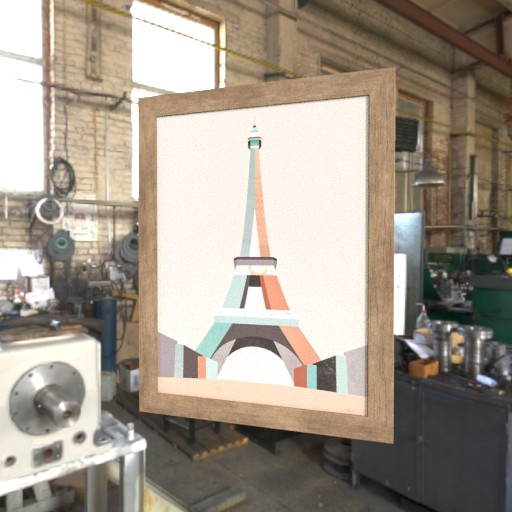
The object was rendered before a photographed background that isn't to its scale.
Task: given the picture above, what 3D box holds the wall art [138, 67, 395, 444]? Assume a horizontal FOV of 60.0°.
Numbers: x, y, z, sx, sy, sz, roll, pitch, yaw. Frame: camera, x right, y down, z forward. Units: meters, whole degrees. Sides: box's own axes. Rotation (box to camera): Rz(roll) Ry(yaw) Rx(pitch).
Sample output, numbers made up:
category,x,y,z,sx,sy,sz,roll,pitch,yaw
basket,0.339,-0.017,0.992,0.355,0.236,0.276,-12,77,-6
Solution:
category,x,y,z,sx,sy,sz,roll,pitch,yaw
wall art,0.000,0.000,0.896,0.534,0.686,0.018,0,1,18
